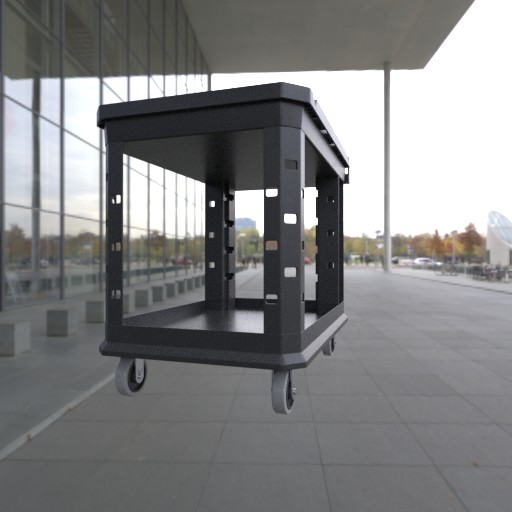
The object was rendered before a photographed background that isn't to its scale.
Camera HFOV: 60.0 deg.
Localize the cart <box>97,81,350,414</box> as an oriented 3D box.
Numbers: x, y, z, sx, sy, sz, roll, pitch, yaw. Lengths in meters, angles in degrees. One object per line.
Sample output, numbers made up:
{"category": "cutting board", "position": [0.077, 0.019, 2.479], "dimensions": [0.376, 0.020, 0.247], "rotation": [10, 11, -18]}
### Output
{"category": "cart", "position": [0.000, 0.000, 1.797], "dimensions": [0.674, 0.884, 1.239], "rotation": [0, 0, 19]}
